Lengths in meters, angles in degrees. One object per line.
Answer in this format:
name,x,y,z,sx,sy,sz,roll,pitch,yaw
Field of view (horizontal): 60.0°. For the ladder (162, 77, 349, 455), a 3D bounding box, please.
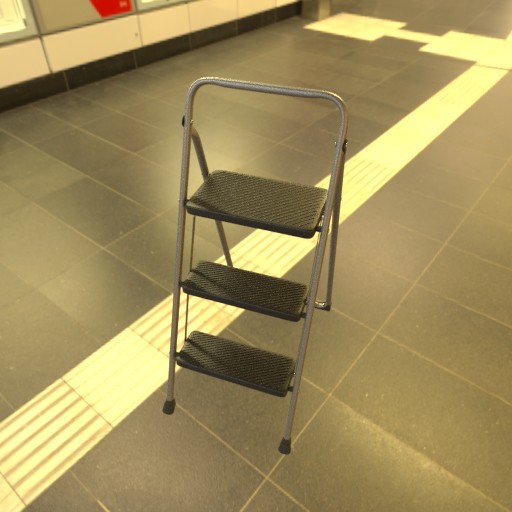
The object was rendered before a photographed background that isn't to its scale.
ladder,0.000,0.000,1.294,0.430,0.945,0.629,13,42,15
